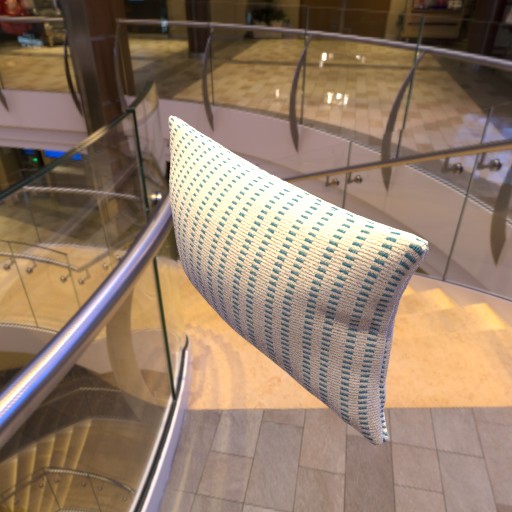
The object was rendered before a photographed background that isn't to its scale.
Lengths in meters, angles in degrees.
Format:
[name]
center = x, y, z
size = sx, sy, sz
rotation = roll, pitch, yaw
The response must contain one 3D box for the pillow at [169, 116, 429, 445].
[pillow]
center = 0.000, 0.000, 0.783
size = 0.210, 0.353, 0.640
rotation = -20, 38, -29
